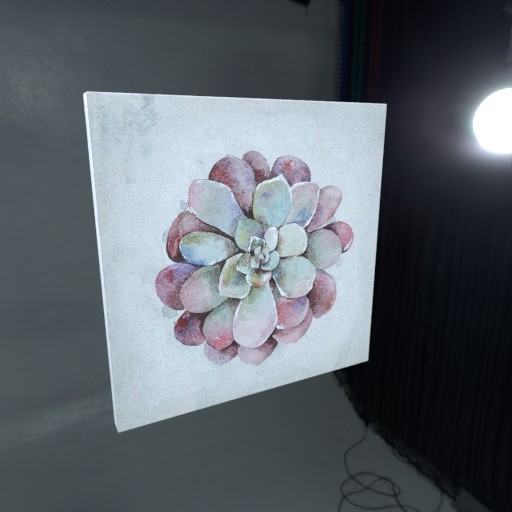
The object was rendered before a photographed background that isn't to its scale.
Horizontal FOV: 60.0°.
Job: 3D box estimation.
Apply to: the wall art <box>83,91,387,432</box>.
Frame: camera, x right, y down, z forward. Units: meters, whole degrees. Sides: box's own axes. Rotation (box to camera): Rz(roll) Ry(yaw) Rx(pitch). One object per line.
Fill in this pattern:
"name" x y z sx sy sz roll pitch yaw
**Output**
"wall art" 0.000 0.000 0.907 0.605 0.605 0.044 -8 17 -26
